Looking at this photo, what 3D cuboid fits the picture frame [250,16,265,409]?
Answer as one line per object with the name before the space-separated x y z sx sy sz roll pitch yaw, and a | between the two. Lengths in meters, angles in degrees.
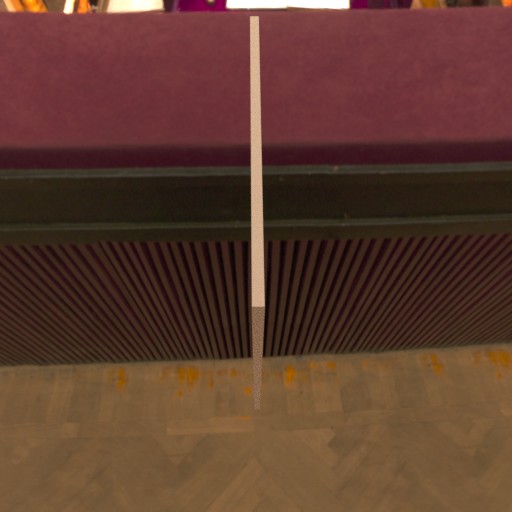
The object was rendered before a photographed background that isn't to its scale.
picture frame | 0.000 0.000 0.841 0.013 0.657 0.457 -1 63 0
